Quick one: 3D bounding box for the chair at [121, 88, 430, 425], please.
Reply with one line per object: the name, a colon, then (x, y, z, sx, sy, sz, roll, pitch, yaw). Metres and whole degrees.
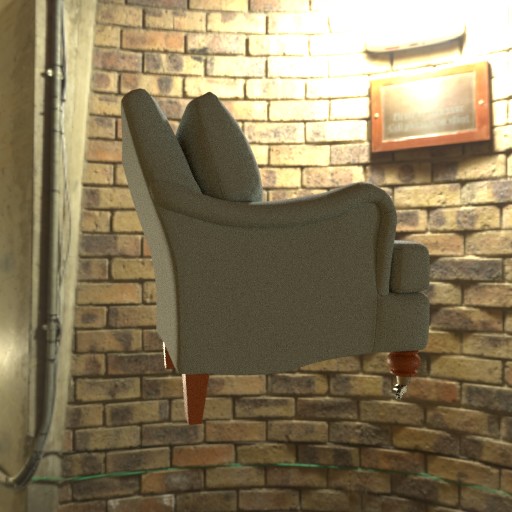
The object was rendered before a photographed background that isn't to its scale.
chair: (0.000, 0.000, 1.832, 1.070, 1.038, 0.955, 0, -1, -17)
